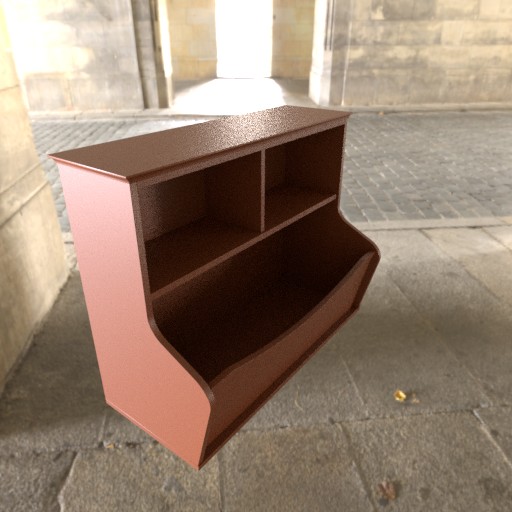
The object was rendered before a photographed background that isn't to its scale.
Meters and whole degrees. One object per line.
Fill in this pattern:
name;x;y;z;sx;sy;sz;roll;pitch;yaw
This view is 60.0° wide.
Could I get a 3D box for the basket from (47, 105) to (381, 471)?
basket;0.000;0.000;1.144;0.376;0.625;0.792;19;32;33
